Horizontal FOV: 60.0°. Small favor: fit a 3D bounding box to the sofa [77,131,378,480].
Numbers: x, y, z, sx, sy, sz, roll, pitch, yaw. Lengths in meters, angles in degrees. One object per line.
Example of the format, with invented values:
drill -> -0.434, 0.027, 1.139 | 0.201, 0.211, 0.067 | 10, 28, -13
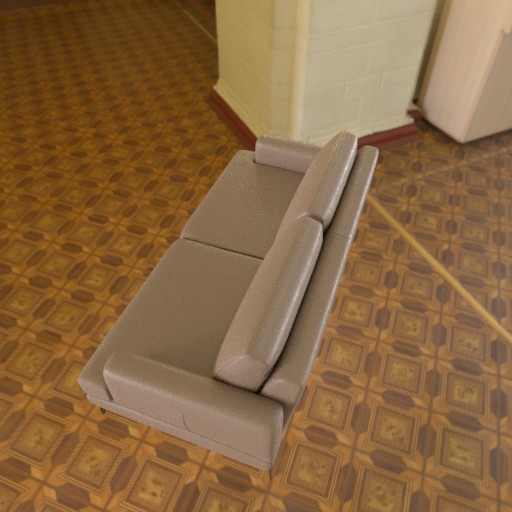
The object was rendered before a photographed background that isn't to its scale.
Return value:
sofa -> 0.000, 0.000, 2.419 | 0.974, 0.765, 1.940 | 15, 48, 14
